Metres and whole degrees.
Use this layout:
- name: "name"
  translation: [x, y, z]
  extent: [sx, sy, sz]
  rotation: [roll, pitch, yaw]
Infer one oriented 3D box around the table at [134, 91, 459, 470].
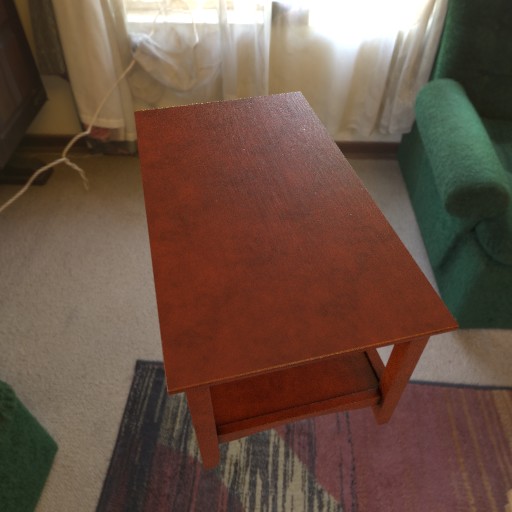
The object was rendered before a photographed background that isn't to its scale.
- name: "table"
  translation: [0.000, 0.000, 1.243]
  extent: [0.533, 0.456, 0.943]
  rotation: [-10, 47, -10]
